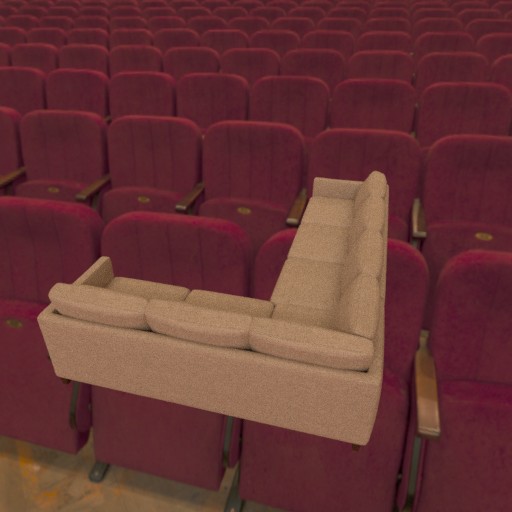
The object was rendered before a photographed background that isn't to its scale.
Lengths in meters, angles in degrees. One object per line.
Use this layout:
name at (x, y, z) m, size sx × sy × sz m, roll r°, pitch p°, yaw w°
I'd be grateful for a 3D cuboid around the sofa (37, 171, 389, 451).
sofa at (0.000, 0.000, 4.459) m, size 2.522 × 0.934 × 3.333 m, roll 8°, pitch 33°, yaw 13°
